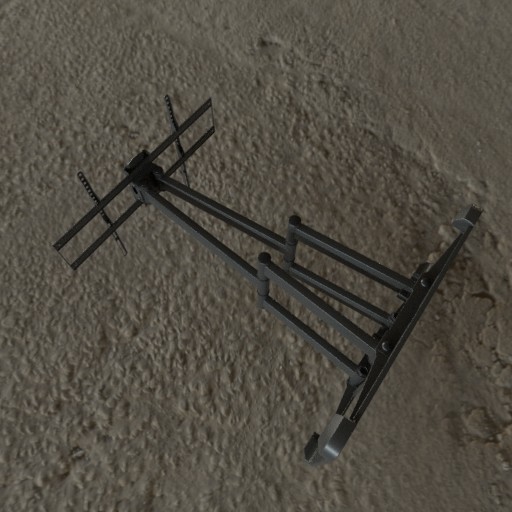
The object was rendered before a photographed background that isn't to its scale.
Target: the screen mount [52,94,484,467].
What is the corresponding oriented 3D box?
[{"bbox_3d":[0.000,0.000,1.309,0.905,0.483,0.725,33,68,16],"label":"screen mount"}]
